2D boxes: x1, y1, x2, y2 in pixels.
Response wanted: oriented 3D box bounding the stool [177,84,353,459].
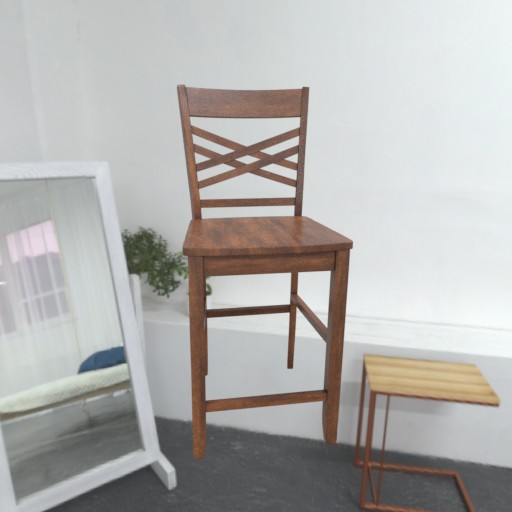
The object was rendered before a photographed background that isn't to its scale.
[{"bbox_3d":[0.000,0.000,1.435,0.462,1.079,0.539,-2,16,-9],"label":"stool"}]
